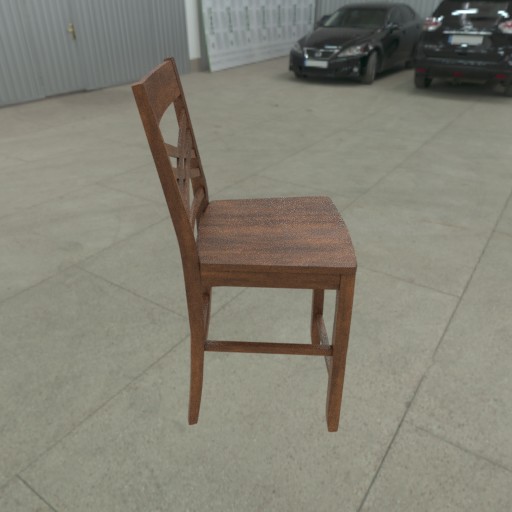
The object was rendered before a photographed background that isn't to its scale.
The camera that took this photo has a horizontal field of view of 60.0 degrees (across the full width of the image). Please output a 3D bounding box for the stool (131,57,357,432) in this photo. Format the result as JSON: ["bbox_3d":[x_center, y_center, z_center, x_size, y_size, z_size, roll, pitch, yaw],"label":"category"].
[{"bbox_3d":[0.000,0.000,1.364,0.539,1.079,0.462,-1,30,-1],"label":"stool"}]
